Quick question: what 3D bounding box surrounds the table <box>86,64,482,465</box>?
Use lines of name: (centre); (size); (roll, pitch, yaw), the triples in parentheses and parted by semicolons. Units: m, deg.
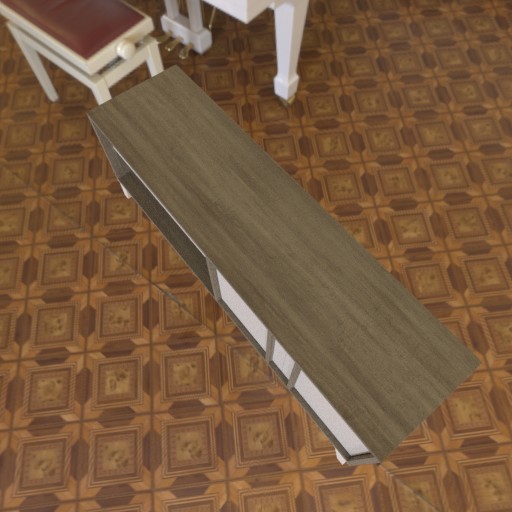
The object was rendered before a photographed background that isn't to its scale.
table: (0.000, 0.000, 1.665); (0.400, 0.530, 1.500); (-36, 69, -16)
